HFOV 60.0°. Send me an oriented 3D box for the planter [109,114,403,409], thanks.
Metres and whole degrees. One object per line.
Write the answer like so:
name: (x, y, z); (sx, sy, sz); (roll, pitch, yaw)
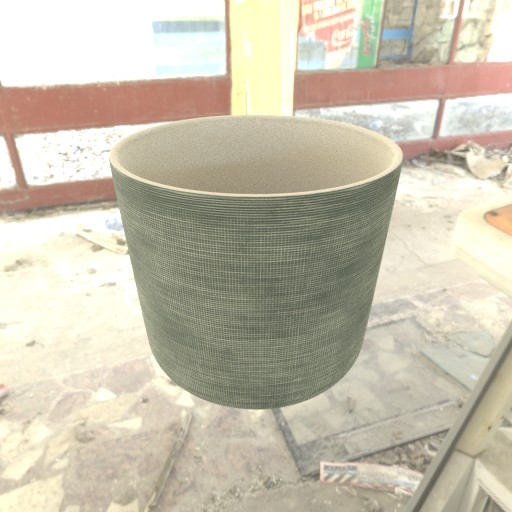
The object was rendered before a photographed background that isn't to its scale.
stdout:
planter: (0.000, 0.000, 0.785); (0.440, 0.398, 0.440); (0, 29, 0)
